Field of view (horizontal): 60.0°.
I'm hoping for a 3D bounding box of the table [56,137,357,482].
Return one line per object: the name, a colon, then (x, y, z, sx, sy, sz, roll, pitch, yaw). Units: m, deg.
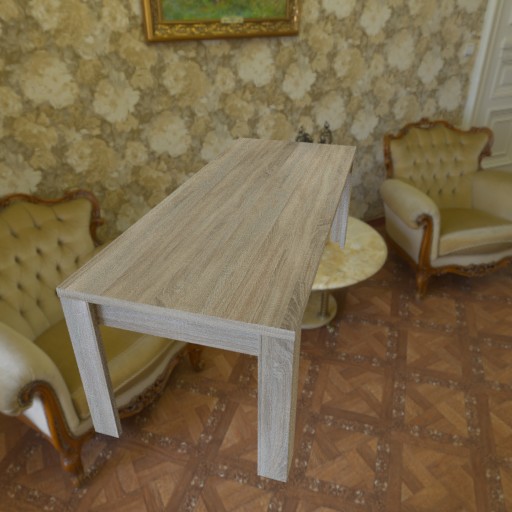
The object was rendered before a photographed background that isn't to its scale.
table: (0.000, 0.000, 2.640, 0.900, 0.790, 2.200, 8, 31, 14)
